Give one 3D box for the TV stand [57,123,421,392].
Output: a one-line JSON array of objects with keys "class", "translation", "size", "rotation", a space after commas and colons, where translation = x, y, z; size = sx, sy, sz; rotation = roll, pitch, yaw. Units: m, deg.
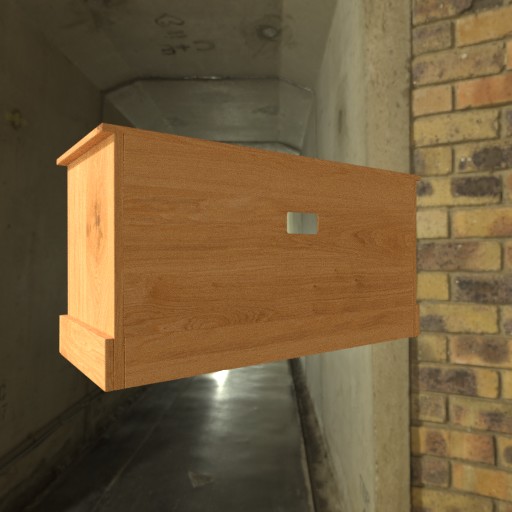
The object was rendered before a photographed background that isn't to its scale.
[{"class": "TV stand", "translation": [0.000, 0.000, 1.394], "size": [1.080, 0.550, 0.440], "rotation": [0, 1, -35]}]
